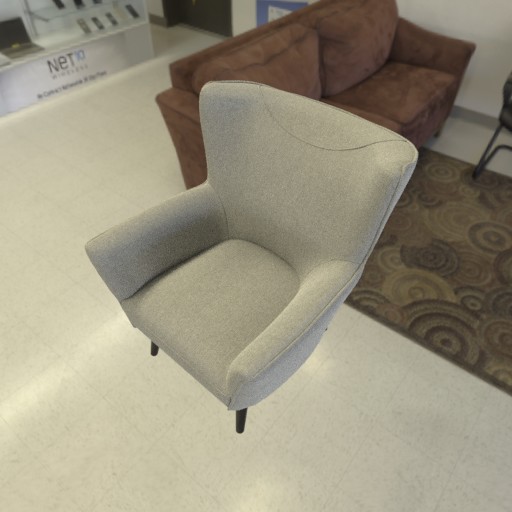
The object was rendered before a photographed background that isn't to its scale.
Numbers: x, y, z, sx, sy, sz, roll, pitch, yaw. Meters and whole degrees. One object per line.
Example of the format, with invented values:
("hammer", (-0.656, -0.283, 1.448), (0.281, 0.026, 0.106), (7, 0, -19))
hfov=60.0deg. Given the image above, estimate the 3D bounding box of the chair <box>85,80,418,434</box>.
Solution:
("chair", (0.000, 0.000, 1.590), (0.781, 0.933, 0.888), (32, 53, 28))
